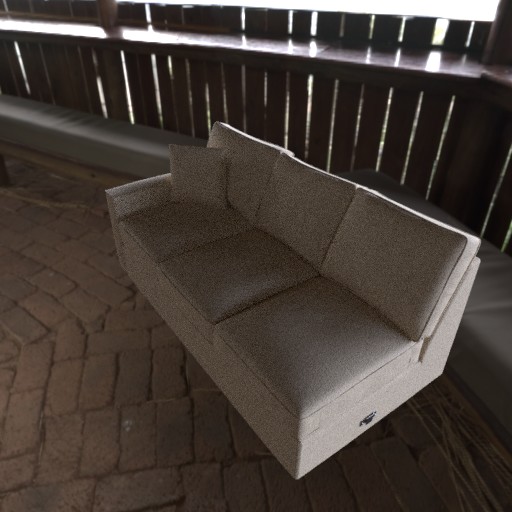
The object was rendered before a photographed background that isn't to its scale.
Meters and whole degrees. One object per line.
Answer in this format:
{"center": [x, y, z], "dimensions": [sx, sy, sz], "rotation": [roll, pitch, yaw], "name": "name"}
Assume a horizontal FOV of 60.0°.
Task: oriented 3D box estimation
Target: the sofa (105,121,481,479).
{"center": [0.000, 0.000, 2.479], "dimensions": [1.034, 0.946, 1.962], "rotation": [-21, 39, -29], "name": "sofa"}
